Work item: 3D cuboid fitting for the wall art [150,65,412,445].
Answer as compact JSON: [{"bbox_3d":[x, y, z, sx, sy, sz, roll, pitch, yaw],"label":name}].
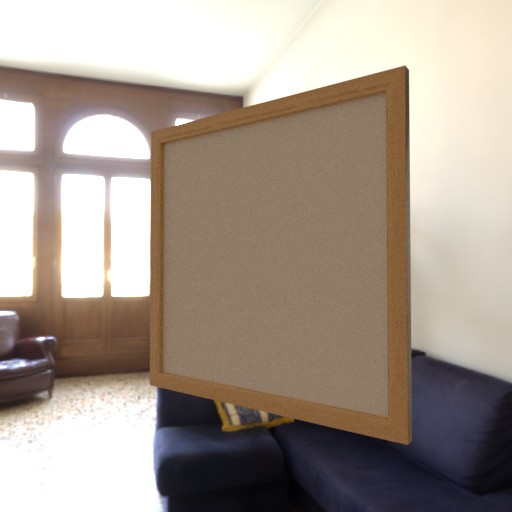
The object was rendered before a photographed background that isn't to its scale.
[{"bbox_3d":[0.000,0.000,1.121,0.762,0.762,0.027,-1,-2,36],"label":"wall art"}]
